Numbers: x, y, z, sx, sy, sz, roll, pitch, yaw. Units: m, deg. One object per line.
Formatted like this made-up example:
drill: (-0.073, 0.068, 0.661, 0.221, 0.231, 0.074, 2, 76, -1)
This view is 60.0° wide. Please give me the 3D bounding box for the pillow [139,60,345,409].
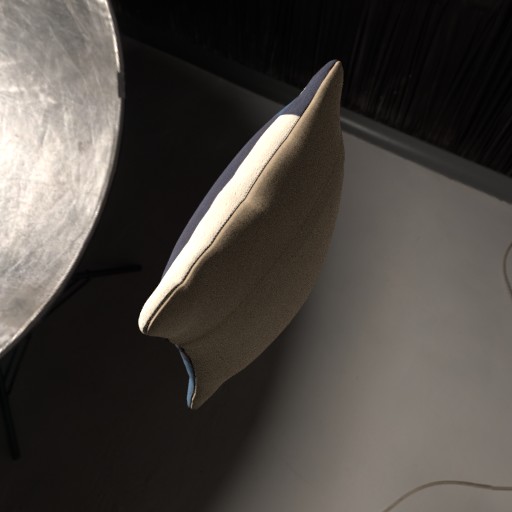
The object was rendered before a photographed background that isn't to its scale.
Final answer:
pillow: (0.000, 0.000, 0.805, 0.229, 0.506, 0.536, 27, 66, 13)
